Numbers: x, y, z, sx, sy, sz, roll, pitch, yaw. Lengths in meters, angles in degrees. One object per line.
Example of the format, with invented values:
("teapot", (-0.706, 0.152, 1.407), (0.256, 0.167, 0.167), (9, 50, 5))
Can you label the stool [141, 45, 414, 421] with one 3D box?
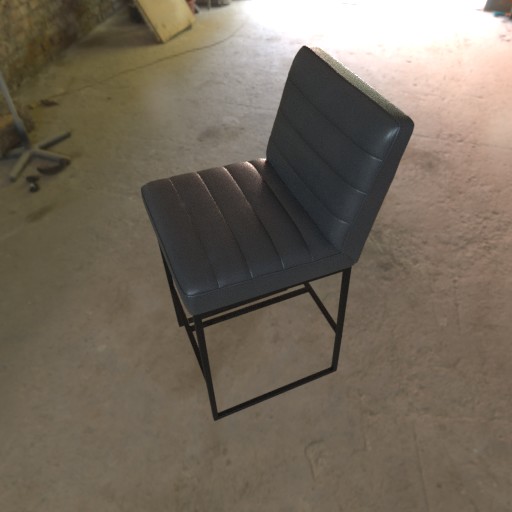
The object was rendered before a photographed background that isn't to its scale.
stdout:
("stool", (0.000, 0.000, 1.357), (0.552, 1.040, 0.457), (-18, 50, -16))
